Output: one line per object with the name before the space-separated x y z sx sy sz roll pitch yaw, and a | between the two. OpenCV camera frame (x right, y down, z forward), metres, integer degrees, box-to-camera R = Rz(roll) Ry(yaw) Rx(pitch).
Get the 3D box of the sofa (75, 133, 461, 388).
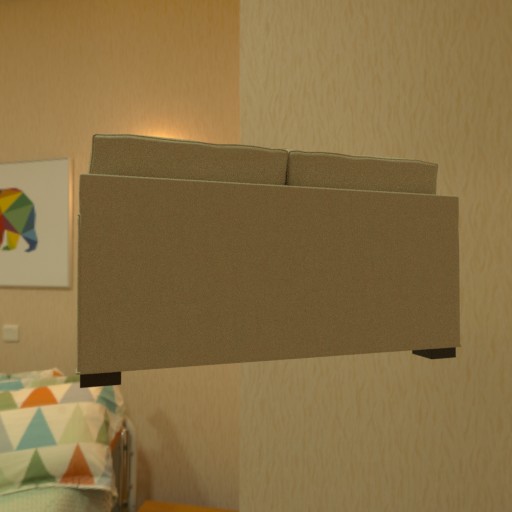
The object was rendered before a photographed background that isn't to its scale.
sofa | 0.000 0.000 2.048 1.484 0.853 0.942 0 -1 -18
